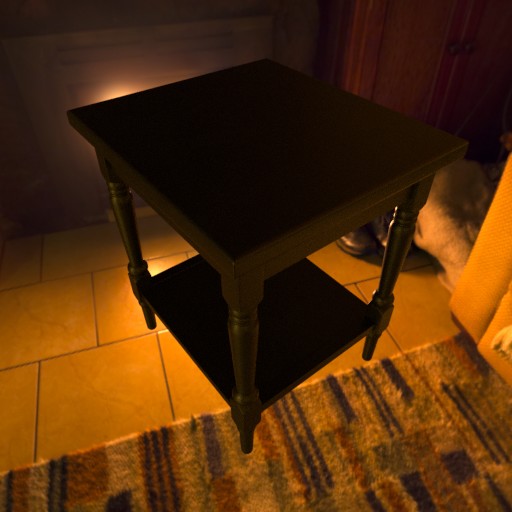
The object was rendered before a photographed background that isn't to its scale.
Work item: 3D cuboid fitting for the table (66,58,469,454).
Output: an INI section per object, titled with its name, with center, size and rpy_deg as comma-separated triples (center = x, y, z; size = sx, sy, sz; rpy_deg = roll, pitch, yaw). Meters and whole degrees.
[table]
center = 0.000, 0.000, 0.899
size = 0.442, 0.565, 0.488
rpy_deg = -27, 48, -27
